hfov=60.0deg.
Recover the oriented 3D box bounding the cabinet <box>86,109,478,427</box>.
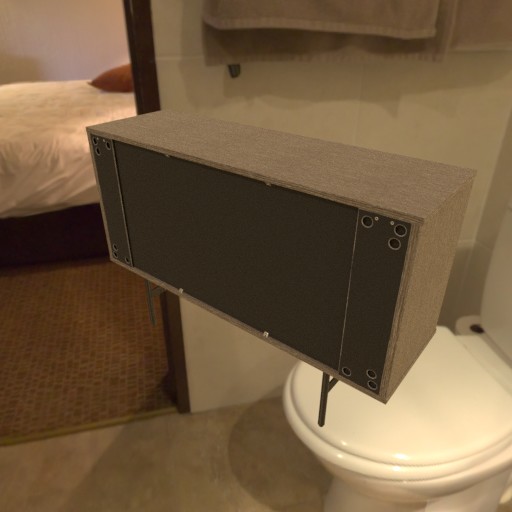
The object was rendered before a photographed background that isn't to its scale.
[{"bbox_3d":[0.000,0.000,1.548,1.194,0.787,0.405,22,36,33],"label":"cabinet"}]
